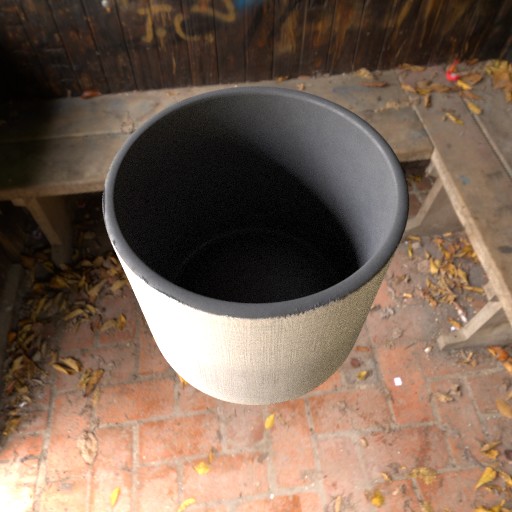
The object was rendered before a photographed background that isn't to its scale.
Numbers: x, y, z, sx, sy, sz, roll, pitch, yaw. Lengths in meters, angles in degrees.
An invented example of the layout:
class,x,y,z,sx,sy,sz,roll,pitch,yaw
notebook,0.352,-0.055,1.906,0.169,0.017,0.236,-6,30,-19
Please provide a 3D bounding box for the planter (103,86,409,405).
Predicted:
class,x,y,z,sx,sy,sz,roll,pitch,yaw
planter,0.000,0.000,0.400,0.221,0.201,0.221,0,57,0
